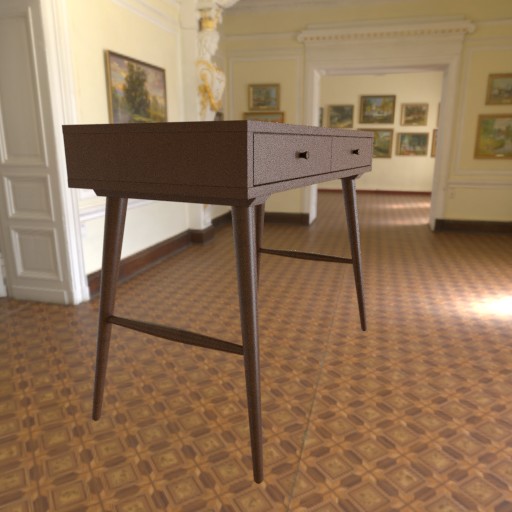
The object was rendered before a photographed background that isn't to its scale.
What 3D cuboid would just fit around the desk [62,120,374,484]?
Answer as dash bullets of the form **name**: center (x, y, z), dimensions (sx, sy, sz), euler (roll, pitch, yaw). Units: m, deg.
- **desk**: center (0.000, 0.000, 1.377), dimensions (0.510, 0.758, 0.949), euler (7, 16, 27)
